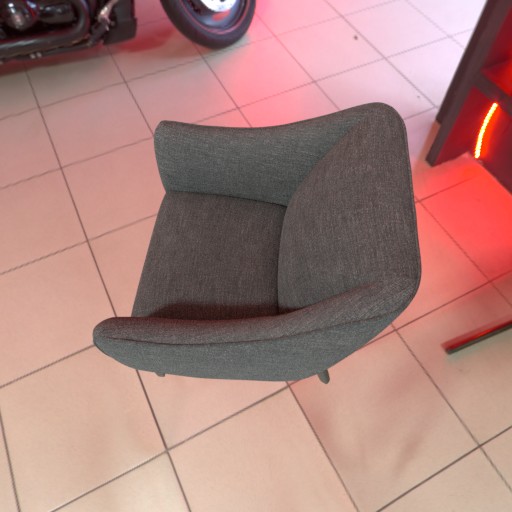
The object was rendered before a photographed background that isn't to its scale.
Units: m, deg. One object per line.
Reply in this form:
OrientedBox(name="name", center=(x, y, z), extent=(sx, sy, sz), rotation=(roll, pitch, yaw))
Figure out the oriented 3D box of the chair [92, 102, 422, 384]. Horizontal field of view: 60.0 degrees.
OrientedBox(name="chair", center=(0.000, 0.000, 1.549), extent=(0.851, 0.829, 0.870), rotation=(5, 59, 3))
